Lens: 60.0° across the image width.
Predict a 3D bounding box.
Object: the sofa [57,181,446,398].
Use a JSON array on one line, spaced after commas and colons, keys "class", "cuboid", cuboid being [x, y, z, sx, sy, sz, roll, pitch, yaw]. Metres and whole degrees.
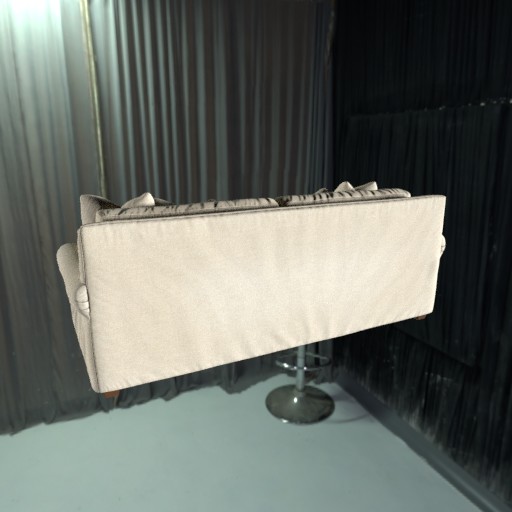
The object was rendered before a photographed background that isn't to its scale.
[{"class": "sofa", "cuboid": [0.000, 0.000, 2.824, 2.285, 0.904, 1.067, -8, 17, -26]}]
